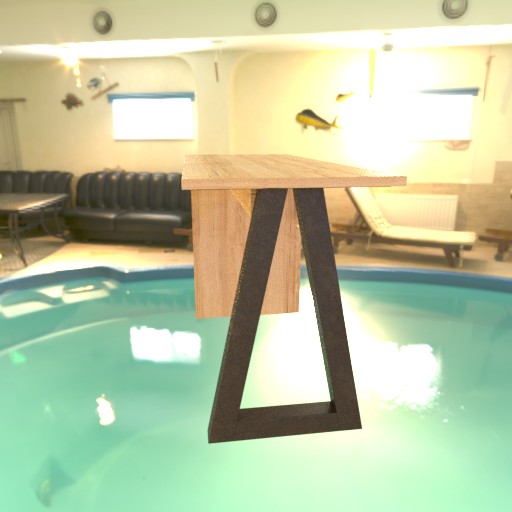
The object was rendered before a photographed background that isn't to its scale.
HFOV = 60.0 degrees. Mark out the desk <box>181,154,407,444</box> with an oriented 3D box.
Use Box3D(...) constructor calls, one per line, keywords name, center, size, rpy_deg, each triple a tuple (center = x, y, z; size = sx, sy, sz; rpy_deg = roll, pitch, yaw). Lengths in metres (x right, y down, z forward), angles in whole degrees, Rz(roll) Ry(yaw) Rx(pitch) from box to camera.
Box3D(name="desk", center=(0.000, 0.000, 1.822), size=(0.550, 0.760, 1.400), rpy_deg=(-2, 15, -8))
